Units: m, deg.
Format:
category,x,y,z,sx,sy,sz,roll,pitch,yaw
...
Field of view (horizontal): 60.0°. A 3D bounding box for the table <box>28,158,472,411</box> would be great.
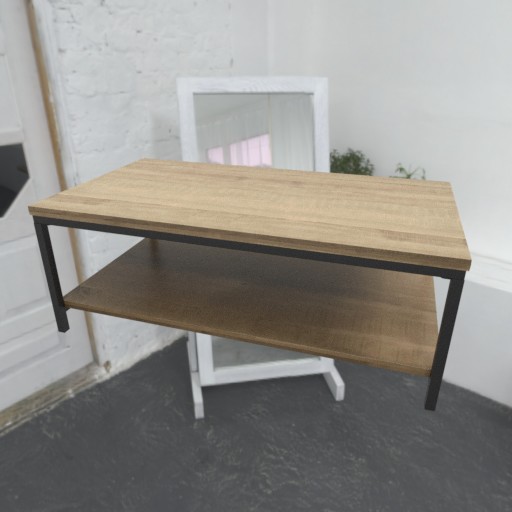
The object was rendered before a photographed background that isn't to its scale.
category,x,y,z,sx,sy,sz,roll,pitch,yaw
table,0.000,0.000,1.336,1.062,0.393,0.574,8,26,16
